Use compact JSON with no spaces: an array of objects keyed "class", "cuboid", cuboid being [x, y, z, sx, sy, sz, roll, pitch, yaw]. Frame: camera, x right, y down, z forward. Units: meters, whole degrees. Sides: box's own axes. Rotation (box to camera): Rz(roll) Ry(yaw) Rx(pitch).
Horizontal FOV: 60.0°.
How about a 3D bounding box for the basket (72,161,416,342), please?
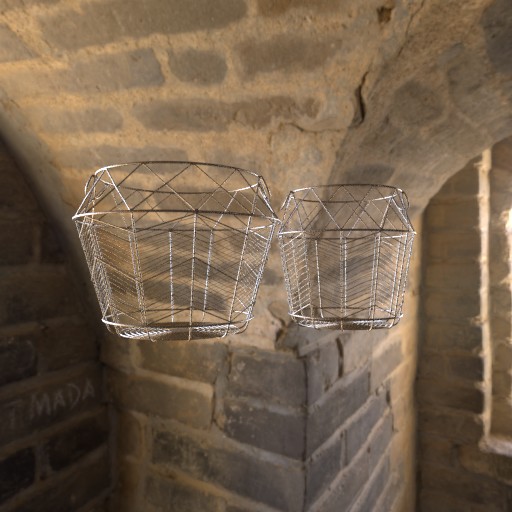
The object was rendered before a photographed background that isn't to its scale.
[{"class":"basket","cuboid":[0.000,0.000,1.048,0.805,0.343,0.451,0,-1,-17]}]
